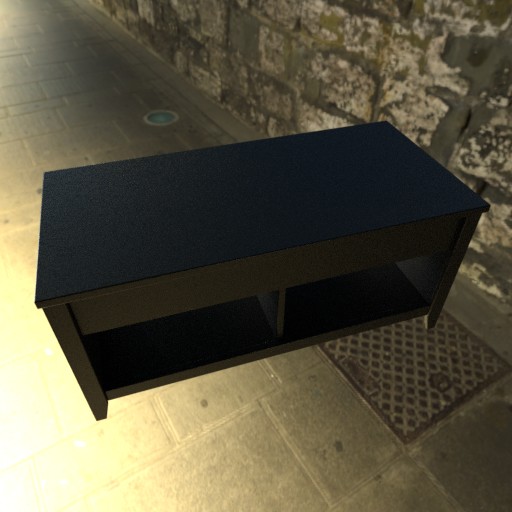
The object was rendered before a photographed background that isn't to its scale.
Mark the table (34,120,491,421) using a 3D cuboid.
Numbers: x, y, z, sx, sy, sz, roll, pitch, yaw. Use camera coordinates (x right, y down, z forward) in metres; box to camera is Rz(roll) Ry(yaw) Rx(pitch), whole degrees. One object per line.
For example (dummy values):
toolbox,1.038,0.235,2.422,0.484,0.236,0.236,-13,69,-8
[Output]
table,0.000,0.000,1.257,1.016,0.457,0.483,-12,43,-13
